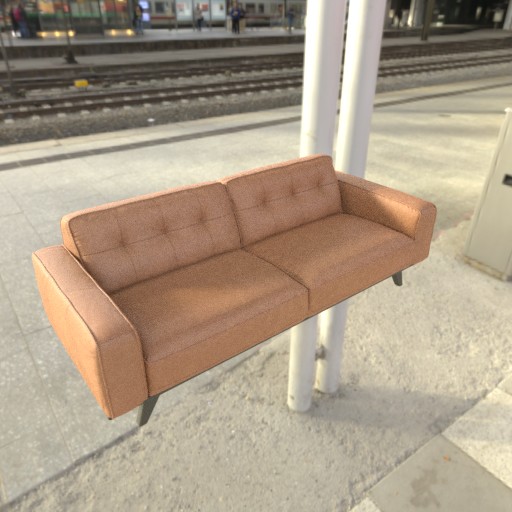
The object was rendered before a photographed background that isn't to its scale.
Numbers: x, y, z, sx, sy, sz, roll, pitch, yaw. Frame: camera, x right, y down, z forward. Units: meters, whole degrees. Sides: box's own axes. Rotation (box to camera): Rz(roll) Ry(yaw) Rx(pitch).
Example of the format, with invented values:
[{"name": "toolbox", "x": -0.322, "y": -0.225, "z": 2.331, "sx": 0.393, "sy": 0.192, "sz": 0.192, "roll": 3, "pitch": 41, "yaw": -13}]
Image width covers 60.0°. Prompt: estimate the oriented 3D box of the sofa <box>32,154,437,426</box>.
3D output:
[{"name": "sofa", "x": 0.000, "y": 0.000, "z": 2.645, "sx": 2.270, "sy": 0.780, "sz": 0.953, "roll": -21, "pitch": 35, "yaw": -33}]
